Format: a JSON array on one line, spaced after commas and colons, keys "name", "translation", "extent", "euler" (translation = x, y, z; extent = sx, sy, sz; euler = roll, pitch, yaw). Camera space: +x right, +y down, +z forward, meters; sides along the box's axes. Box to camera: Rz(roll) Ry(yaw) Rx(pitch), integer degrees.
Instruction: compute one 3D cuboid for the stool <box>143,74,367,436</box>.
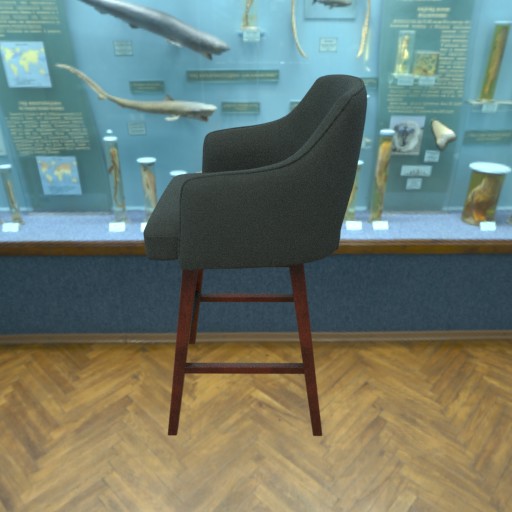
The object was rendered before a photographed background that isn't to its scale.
[{"name": "stool", "translation": [0.000, 0.000, 1.352], "extent": [0.558, 1.012, 0.548], "euler": [0, 27, 0]}]
